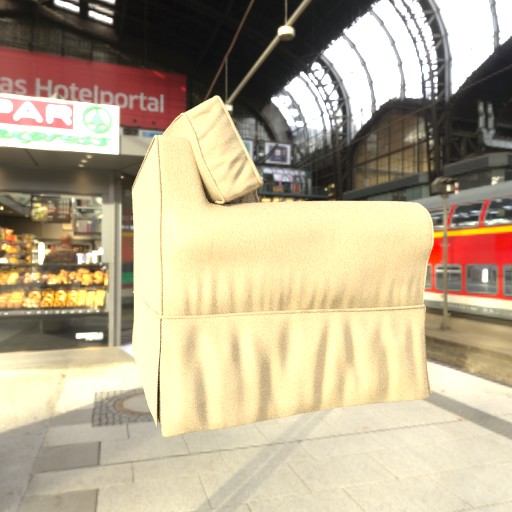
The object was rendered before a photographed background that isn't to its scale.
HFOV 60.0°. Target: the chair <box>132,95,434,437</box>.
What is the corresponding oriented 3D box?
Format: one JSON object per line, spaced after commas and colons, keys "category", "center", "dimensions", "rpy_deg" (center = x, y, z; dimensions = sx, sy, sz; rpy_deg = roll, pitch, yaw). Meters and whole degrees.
{"category": "chair", "center": [0.000, 0.000, 1.774], "dimensions": [0.903, 0.937, 1.096], "rpy_deg": [0, 0, -19]}
